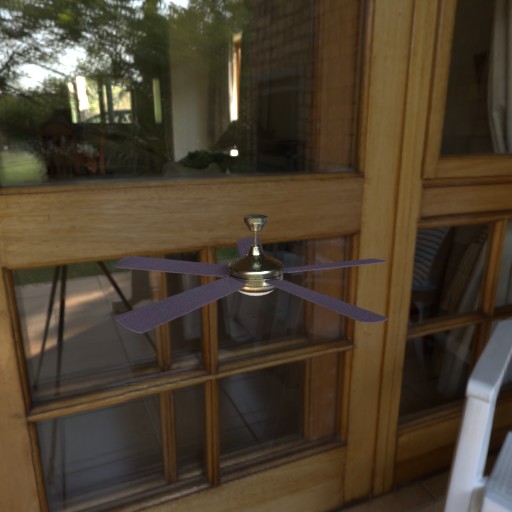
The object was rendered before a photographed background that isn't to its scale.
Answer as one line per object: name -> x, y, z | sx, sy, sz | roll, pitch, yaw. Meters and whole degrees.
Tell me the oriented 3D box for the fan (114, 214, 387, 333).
fan -> 0.000, 0.000, 1.972 | 1.321, 0.356, 1.321 | -8, 18, -27
